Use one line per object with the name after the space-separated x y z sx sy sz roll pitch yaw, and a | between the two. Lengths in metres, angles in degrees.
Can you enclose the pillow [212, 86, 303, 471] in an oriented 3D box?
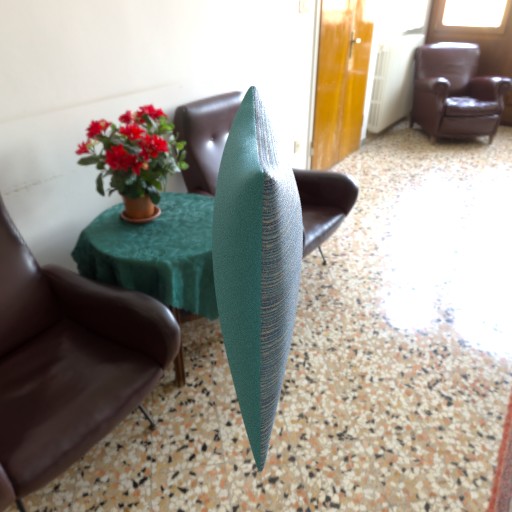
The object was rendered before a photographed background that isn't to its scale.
0.000 0.000 0.794 0.150 0.497 0.514 -1 31 -1 | pillow
